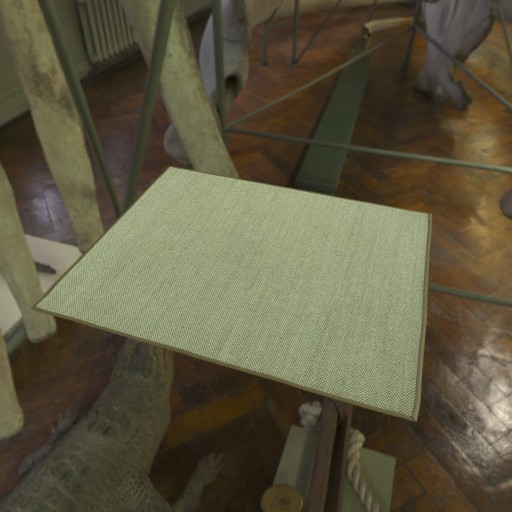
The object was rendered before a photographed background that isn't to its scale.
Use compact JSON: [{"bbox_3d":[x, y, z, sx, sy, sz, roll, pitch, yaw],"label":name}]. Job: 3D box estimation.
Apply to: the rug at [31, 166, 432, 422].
[{"bbox_3d":[0.000,0.000,4.071,3.041,0.020,2.413,13,43,14],"label":"rug"}]
